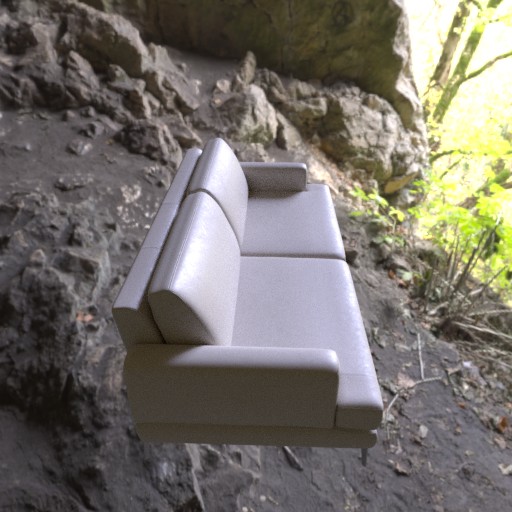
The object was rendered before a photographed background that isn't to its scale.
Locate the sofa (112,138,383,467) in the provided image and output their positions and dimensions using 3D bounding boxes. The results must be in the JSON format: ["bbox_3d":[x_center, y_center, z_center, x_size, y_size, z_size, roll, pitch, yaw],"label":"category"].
[{"bbox_3d":[0.000,0.000,2.354,0.974,0.765,1.940,1,33,2],"label":"sofa"}]
